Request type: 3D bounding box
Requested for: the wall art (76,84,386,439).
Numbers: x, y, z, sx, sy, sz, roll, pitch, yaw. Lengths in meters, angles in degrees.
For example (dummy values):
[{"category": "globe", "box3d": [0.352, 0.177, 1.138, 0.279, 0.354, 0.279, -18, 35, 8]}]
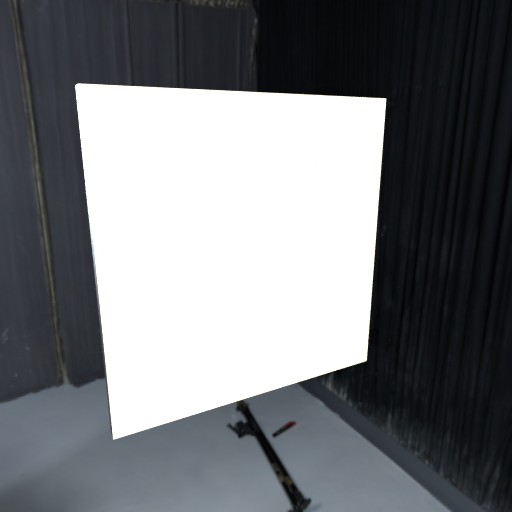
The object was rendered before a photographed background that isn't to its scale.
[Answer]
[{"category": "wall art", "box3d": [0.000, 0.000, 1.120, 0.773, 0.775, 0.031, -8, 18, -28]}]
